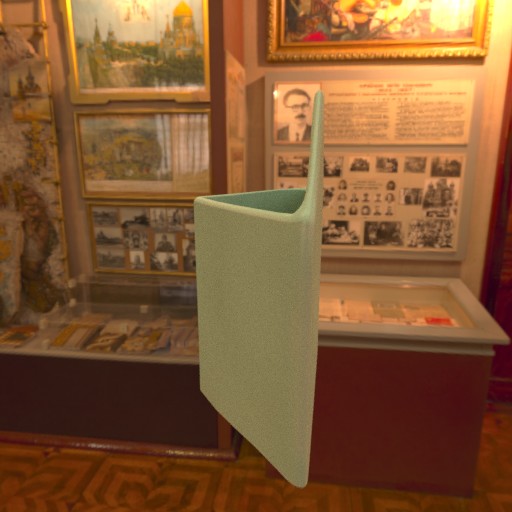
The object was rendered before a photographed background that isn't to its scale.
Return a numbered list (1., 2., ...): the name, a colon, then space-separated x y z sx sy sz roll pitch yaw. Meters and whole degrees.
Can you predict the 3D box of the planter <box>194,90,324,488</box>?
1. planter: 0.000 0.000 0.282 0.079 0.197 0.164 2 14 9
